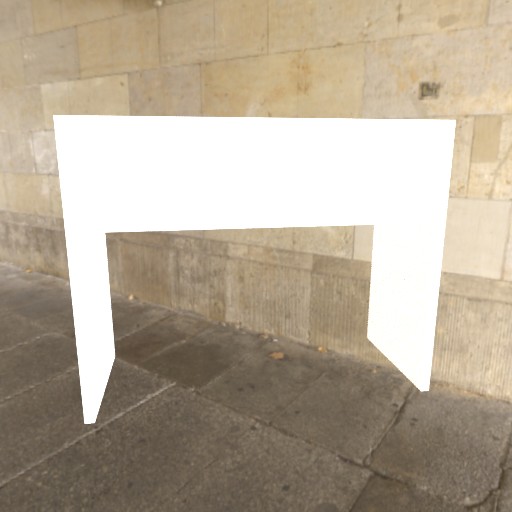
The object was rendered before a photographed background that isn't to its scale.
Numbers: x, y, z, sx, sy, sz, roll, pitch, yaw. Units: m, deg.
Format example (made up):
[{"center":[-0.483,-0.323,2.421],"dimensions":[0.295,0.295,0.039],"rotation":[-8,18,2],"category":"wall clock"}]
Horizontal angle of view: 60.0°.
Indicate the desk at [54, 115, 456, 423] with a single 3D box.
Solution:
[{"center":[0.000,0.000,1.371],"dimensions":[1.000,0.790,0.400],"rotation":[-2,14,-9],"category":"desk"}]
